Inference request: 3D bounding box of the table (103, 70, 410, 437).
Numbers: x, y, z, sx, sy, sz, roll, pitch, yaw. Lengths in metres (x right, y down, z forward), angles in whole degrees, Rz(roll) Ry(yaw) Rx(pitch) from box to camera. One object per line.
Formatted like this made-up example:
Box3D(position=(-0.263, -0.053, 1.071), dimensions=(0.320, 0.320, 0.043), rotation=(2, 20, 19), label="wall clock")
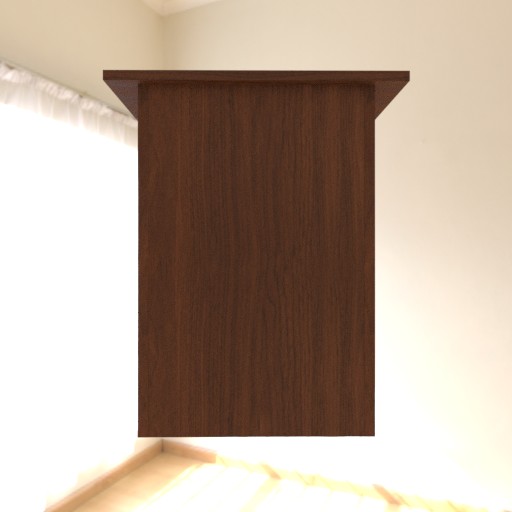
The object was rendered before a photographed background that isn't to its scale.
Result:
Box3D(position=(0.000, 0.000, 1.052), dimensions=(0.589, 0.711, 0.406), rotation=(0, 0, 0), label="table")
